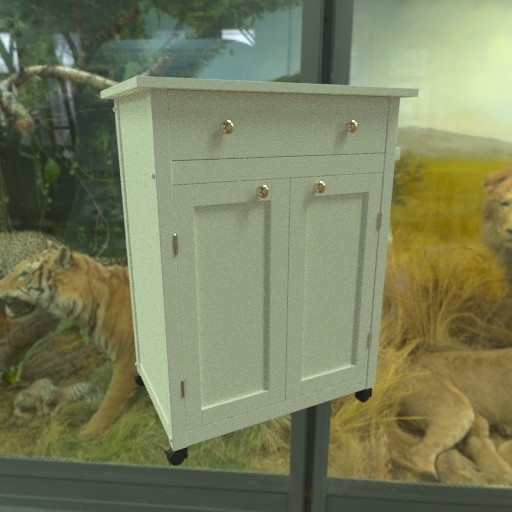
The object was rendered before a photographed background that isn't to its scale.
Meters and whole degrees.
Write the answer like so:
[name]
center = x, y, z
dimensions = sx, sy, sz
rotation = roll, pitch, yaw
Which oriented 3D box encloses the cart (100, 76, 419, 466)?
[cart]
center = 0.000, 0.000, 1.230
dimensions = 0.683, 0.864, 0.442
rotation = -8, 18, -25
